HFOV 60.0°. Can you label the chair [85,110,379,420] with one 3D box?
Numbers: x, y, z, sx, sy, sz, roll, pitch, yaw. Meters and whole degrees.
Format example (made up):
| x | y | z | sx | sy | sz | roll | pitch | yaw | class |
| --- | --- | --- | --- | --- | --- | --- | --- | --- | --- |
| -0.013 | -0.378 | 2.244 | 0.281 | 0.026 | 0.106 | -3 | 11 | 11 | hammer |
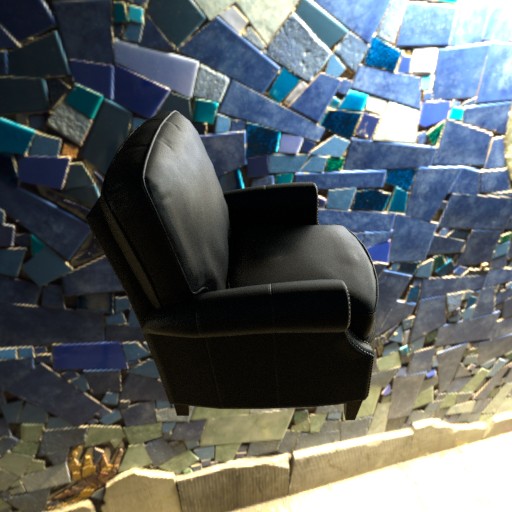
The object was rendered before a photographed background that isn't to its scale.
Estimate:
| x | y | z | sx | sy | sz | roll | pitch | yaw | class |
| --- | --- | --- | --- | --- | --- | --- | --- | --- | --- |
| 0.000 | 0.000 | 1.731 | 0.986 | 1.018 | 0.936 | 0 | 32 | 0 | chair |
